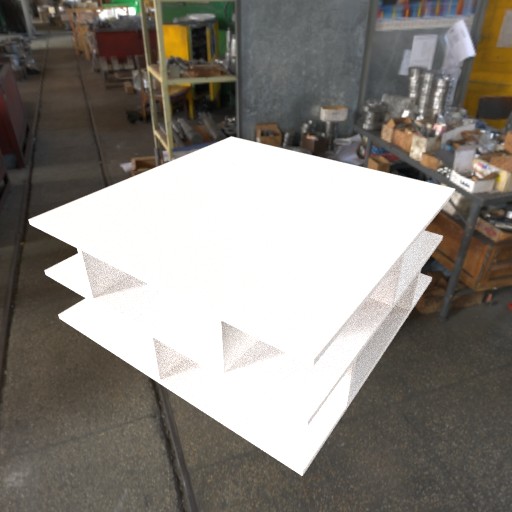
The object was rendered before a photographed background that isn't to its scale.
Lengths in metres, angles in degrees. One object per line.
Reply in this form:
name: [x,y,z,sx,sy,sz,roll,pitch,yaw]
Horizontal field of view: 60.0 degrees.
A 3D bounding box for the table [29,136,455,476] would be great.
table: [0.000,0.000,1.096,0.700,0.289,0.700,21,38,29]
